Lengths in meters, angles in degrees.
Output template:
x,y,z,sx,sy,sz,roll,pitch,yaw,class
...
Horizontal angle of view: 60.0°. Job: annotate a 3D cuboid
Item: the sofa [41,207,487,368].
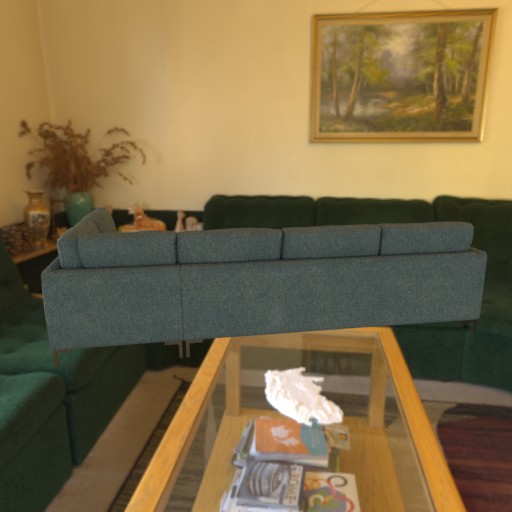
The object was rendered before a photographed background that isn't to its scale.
x,y,z,sx,sy,sz,roll,pitch,yaw,class
0.000,0.000,3.800,2.949,0.815,2.007,-2,14,-10,sofa
